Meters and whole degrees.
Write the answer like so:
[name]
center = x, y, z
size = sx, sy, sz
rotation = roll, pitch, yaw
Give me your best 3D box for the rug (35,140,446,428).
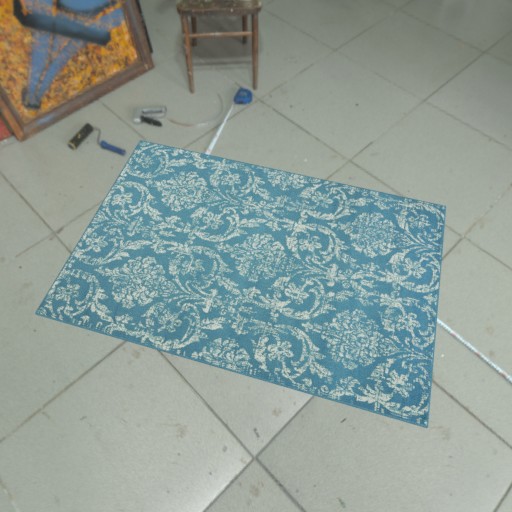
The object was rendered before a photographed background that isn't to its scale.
[rug]
center = 0.000, 0.000, 3.405
size = 2.746, 0.018, 1.816
rotation = 14, 59, 9
